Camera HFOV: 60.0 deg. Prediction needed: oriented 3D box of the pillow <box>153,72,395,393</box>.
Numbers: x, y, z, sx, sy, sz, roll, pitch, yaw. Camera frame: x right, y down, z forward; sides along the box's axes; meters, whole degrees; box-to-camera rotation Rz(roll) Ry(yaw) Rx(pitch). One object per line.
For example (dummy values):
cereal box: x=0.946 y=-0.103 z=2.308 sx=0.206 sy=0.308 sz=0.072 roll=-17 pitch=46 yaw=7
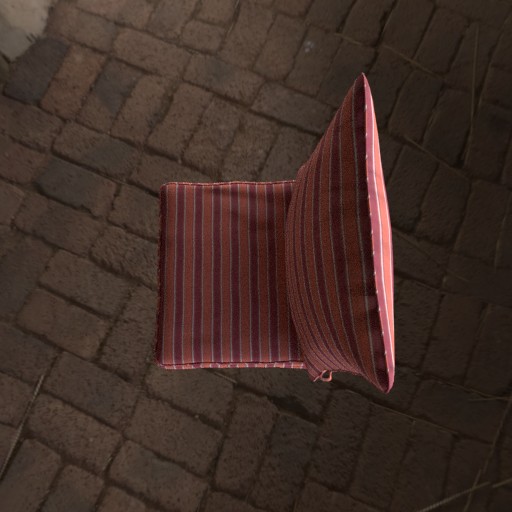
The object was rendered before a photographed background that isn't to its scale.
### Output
pillow: x=0.000 y=0.000 z=1.389 sx=0.733 sy=0.723 sz=0.799 roll=-1 pitch=77 yaw=0
